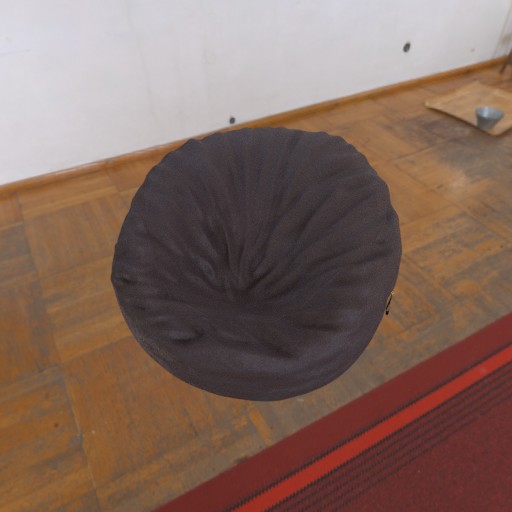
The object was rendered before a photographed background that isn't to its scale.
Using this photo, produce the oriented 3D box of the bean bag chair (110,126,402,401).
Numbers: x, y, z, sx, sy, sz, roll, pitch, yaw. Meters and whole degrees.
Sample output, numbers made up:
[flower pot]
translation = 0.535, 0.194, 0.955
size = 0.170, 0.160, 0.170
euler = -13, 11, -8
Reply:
[bean bag chair]
translation = 0.000, 0.000, 2.024
size = 1.245, 0.821, 1.245
euler = 0, 41, 0
